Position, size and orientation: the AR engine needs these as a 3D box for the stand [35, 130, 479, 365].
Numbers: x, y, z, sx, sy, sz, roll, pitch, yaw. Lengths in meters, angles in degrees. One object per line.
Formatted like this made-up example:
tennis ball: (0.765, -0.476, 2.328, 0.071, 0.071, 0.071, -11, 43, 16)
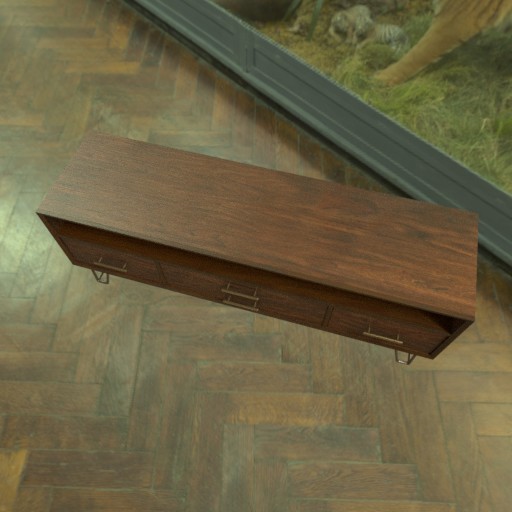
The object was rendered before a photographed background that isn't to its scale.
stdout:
stand: (0.000, 0.000, 1.946, 1.626, 0.610, 0.481, 14, 60, 8)
